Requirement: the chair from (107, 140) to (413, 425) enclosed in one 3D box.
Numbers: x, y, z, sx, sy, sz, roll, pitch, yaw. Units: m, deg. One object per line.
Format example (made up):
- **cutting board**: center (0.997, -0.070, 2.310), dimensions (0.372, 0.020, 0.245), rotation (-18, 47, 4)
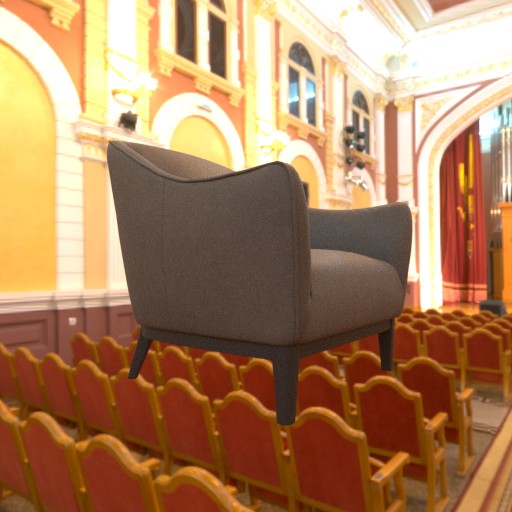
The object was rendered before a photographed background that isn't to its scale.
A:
- **chair**: center (0.000, 0.000, 1.562), dimensions (0.852, 0.830, 0.871), rotation (-1, -1, 37)
